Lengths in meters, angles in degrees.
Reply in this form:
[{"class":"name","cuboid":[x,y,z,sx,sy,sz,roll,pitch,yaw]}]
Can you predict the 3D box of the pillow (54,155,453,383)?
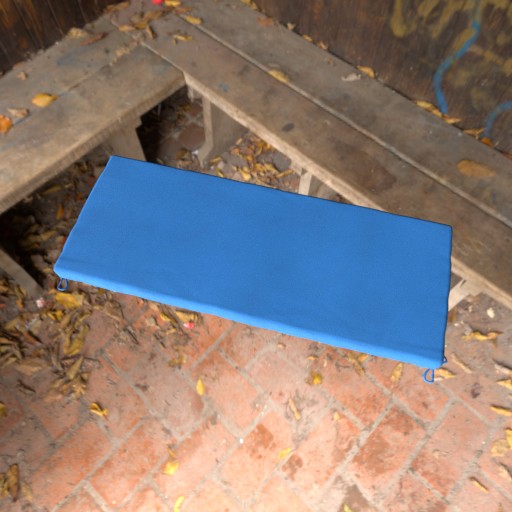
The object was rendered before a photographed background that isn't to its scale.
[{"class":"pillow","cuboid":[0.000,0.000,1.359,1.187,0.081,0.492,13,63,7]}]
